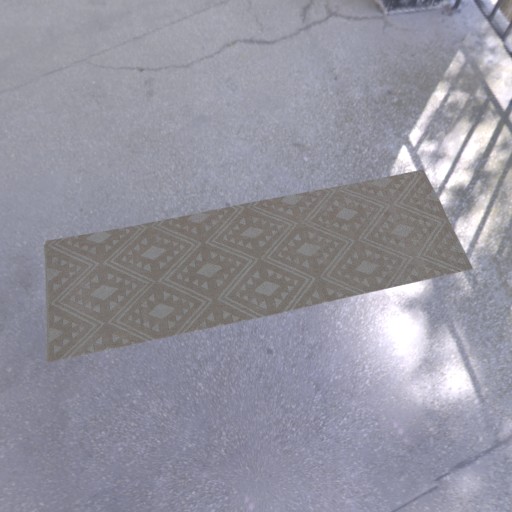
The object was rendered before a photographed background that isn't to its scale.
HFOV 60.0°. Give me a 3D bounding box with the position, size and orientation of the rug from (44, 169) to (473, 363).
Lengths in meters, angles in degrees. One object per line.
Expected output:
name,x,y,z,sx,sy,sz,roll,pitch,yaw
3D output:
rug,0.000,0.000,2.640,2.452,0.051,0.752,-12,64,-6
